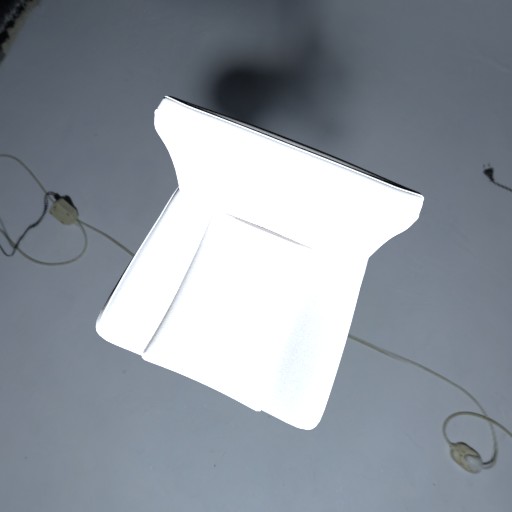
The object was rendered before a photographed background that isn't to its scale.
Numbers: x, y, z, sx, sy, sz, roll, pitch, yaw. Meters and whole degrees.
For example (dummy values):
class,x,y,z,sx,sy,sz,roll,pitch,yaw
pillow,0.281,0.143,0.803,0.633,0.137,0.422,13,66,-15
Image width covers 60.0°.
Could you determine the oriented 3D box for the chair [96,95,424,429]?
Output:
class,x,y,z,sx,sy,sz,roll,pitch,yaw
chair,0.000,0.000,1.651,0.859,0.855,1.008,23,77,6
